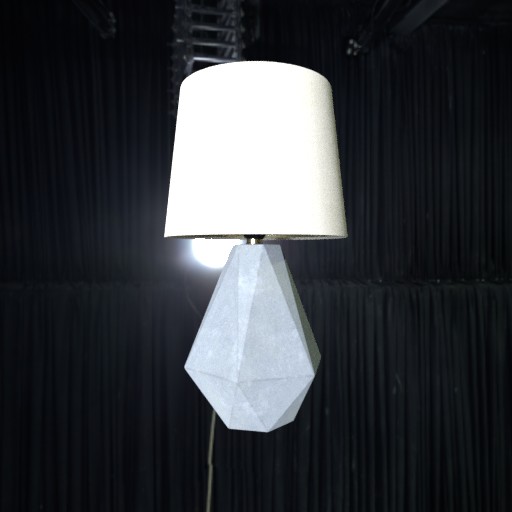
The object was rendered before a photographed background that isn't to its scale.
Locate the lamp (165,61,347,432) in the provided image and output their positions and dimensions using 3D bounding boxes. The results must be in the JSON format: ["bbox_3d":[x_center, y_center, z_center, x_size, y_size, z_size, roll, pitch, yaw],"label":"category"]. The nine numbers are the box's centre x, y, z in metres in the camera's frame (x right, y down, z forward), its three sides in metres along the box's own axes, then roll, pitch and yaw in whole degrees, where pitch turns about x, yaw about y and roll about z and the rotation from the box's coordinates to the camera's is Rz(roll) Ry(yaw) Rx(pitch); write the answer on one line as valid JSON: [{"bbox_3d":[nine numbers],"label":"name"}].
[{"bbox_3d":[0.000,0.000,0.684,0.276,0.501,0.276,0,1,0],"label":"lamp"}]
